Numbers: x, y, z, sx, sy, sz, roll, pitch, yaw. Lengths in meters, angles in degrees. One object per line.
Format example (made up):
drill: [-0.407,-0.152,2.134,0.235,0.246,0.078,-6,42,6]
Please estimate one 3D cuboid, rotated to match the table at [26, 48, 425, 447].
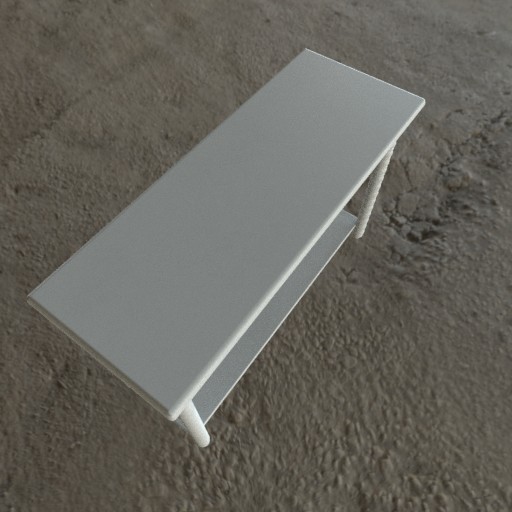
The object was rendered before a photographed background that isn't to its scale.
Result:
table: [0.000,0.000,1.508,0.459,0.740,1.184,32,63,18]
